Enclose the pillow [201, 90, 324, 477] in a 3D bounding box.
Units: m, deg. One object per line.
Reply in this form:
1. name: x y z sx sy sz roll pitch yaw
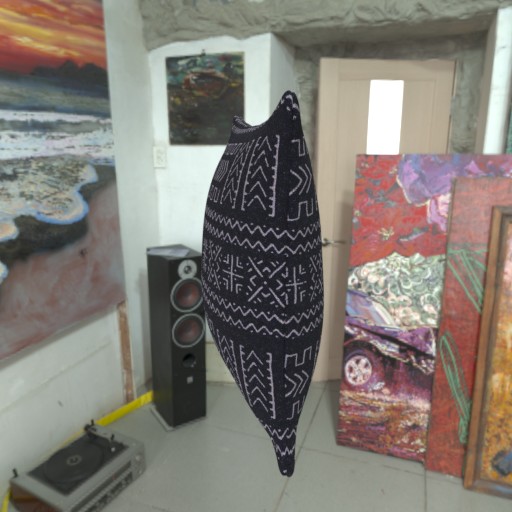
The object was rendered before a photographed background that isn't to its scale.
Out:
1. pillow: 0.000 0.000 0.665 0.164 0.430 0.438 -2 14 -9
